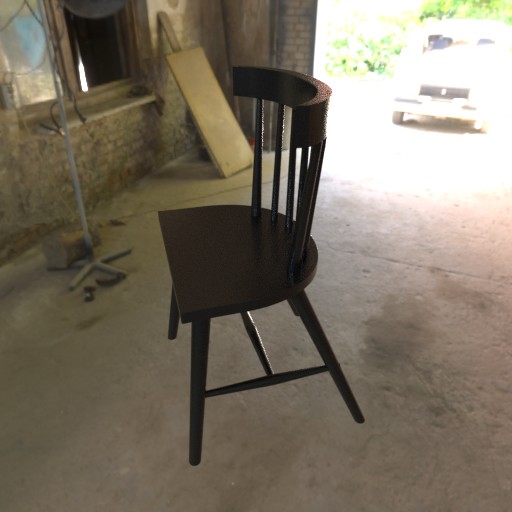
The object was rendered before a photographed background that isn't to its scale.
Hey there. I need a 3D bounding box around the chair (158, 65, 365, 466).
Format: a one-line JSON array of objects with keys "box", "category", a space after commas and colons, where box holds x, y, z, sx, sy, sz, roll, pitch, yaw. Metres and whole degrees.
[{"box": [0.000, 0.000, 1.137, 0.483, 0.844, 0.506, -8, 32, -14], "category": "chair"}]
